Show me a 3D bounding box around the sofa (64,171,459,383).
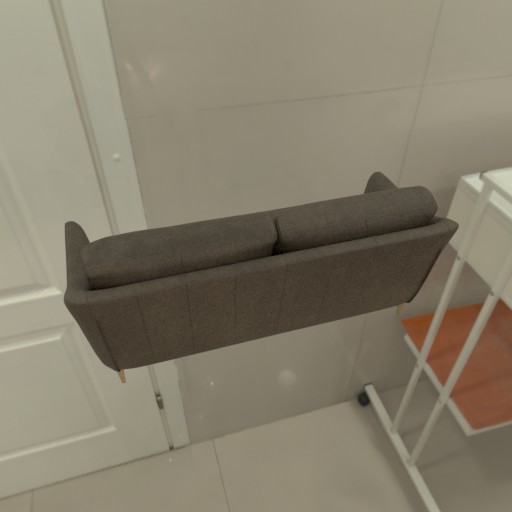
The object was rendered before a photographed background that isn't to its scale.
[{"bbox_3d":[0.000,0.000,2.531,2.036,0.902,0.960,-11,42,-13],"label":"sofa"}]
